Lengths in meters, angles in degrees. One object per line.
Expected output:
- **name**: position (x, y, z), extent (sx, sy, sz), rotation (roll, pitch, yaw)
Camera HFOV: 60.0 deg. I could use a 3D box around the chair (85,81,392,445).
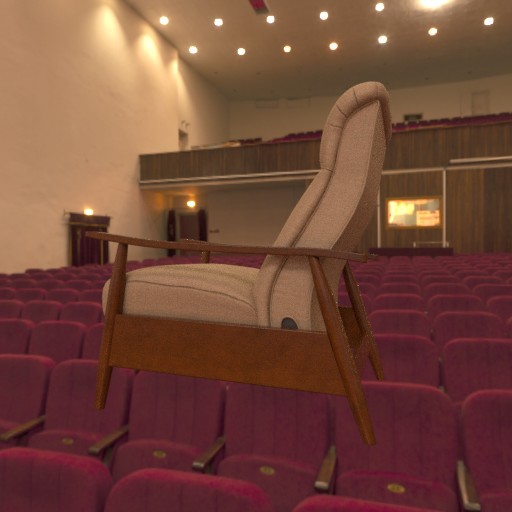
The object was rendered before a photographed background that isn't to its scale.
- **chair**: position (0.000, 0.000, 1.761), extent (1.030, 1.082, 0.762), rotation (0, 0, 18)
